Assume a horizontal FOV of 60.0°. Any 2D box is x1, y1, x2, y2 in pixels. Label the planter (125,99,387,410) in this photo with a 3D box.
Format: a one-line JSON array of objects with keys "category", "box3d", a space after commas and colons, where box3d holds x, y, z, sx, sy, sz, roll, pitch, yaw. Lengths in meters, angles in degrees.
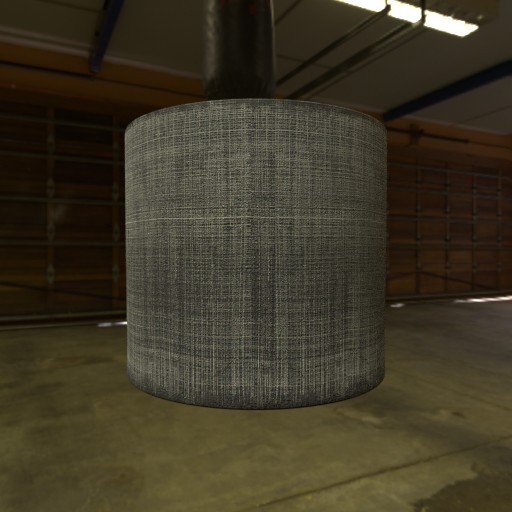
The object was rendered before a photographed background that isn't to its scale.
[{"category": "planter", "box3d": [0.000, 0.000, 0.391, 0.221, 0.201, 0.221, 0, 0, 0]}]
